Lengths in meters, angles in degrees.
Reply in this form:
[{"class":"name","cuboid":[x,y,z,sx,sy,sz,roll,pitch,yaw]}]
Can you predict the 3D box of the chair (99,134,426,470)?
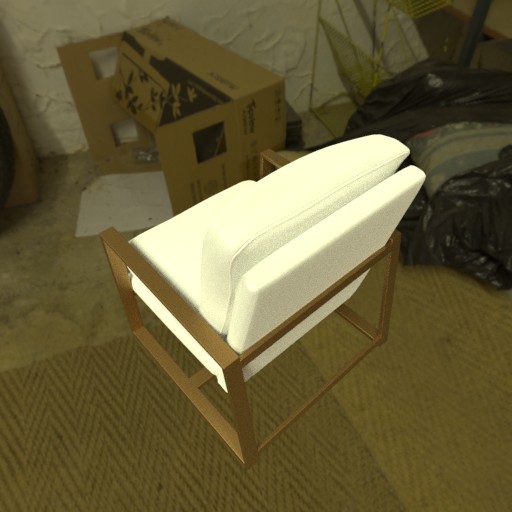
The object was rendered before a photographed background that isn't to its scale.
[{"class":"chair","cuboid":[0.000,0.000,1.595,0.805,0.966,0.813,-33,54,-28]}]
